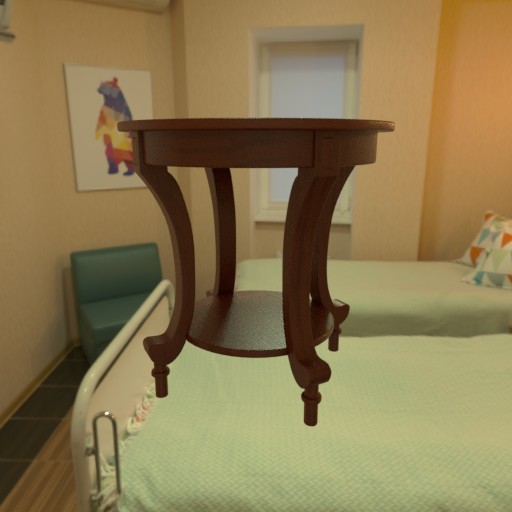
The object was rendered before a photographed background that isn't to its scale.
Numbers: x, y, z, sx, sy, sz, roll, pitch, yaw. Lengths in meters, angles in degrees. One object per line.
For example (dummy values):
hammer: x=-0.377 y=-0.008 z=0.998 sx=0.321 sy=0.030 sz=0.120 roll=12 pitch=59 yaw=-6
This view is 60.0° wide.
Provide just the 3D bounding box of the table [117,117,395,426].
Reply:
table: x=0.000 y=0.000 z=1.071 sx=0.597 sy=0.612 sz=0.597 roll=0 pitch=15 yaw=0
